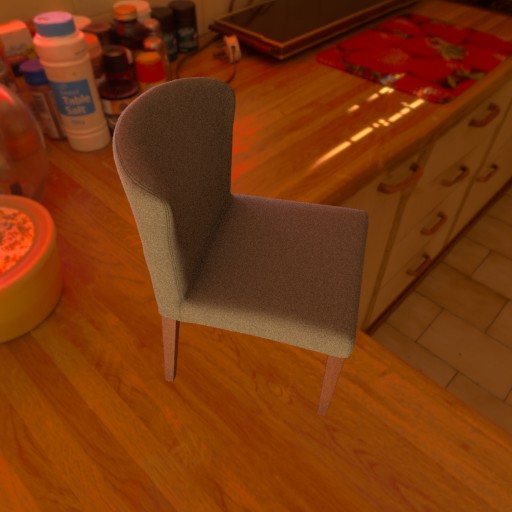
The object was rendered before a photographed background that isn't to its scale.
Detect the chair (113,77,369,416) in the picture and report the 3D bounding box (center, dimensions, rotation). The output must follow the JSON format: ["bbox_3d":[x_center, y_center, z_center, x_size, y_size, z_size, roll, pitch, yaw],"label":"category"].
[{"bbox_3d":[0.000,0.000,1.233,0.592,0.839,0.491,10,47,9],"label":"chair"}]
